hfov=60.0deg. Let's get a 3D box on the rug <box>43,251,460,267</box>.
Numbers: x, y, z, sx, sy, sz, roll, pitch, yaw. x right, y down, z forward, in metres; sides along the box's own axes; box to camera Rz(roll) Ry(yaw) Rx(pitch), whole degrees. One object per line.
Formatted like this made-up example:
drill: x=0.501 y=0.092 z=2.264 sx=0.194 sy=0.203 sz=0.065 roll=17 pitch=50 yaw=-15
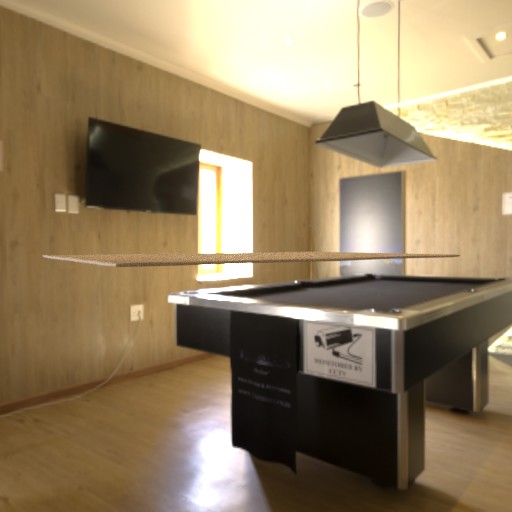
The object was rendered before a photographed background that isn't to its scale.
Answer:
rug: x=0.000 y=0.000 z=3.080 sx=2.459 sy=0.023 sz=1.575 roll=-1 pitch=2 yaw=-35
